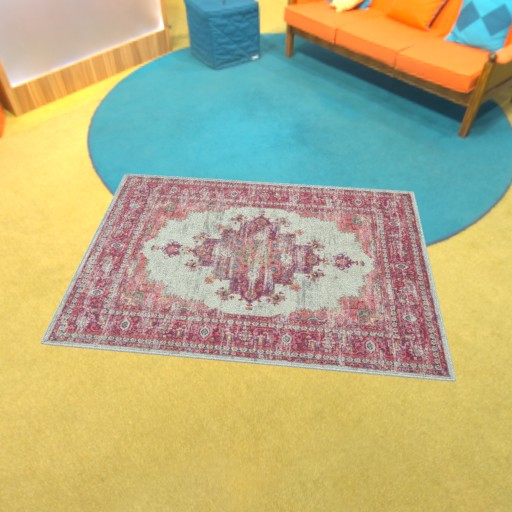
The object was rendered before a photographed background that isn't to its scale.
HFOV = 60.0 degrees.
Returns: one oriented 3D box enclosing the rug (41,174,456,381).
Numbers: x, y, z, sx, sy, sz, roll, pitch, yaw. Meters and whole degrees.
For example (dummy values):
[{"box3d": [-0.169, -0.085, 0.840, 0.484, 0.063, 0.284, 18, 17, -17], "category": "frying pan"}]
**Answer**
[{"box3d": [0.000, 0.000, 2.884, 2.232, 0.011, 1.555, 4, 47, 4], "category": "rug"}]
